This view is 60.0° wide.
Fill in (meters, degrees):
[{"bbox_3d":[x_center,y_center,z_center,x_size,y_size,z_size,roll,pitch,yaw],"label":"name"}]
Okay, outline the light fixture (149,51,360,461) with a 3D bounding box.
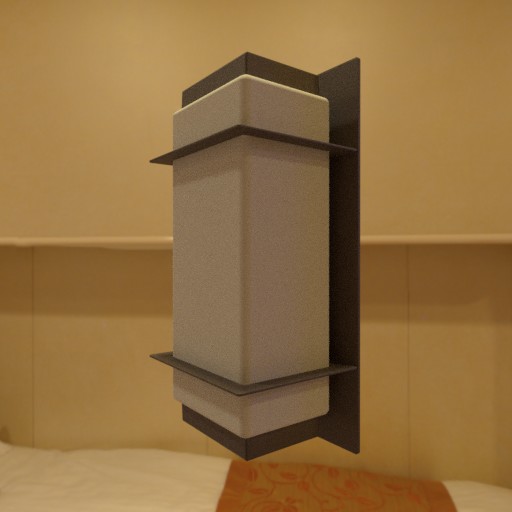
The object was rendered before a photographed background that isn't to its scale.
[{"bbox_3d":[0.000,0.000,0.414,0.146,0.347,0.153,0,0,-37],"label":"light fixture"}]
